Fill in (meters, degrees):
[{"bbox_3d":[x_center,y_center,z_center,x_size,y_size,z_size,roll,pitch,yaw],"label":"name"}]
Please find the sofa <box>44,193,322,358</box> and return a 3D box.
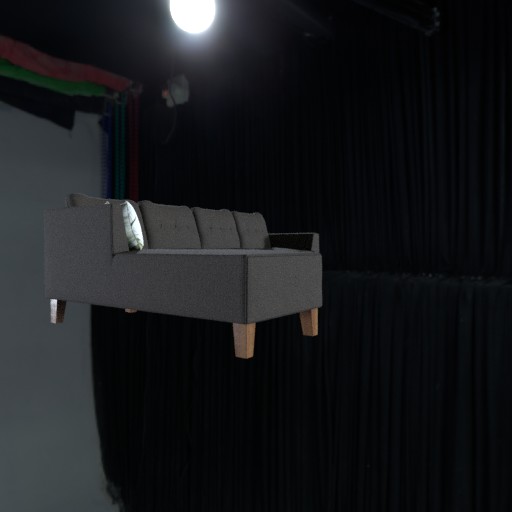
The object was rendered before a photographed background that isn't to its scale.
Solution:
[{"bbox_3d":[0.000,0.000,3.693,1.829,0.932,2.679,1,1,36],"label":"sofa"}]
